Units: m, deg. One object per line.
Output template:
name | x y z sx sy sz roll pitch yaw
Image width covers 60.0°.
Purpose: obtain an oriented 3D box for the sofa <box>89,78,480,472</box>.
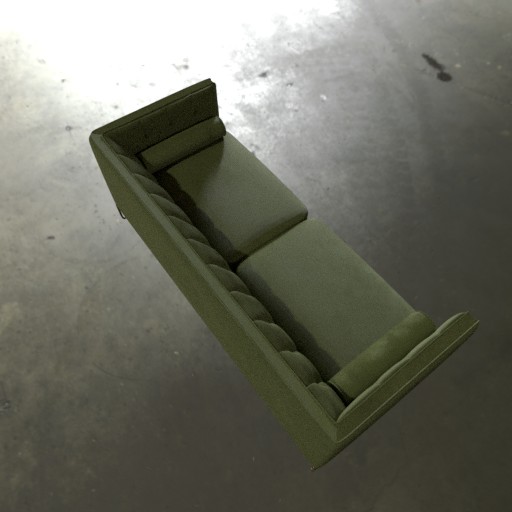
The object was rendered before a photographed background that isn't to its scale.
sofa | 0.000 0.000 2.494 0.867 0.789 2.087 -33 63 -19
